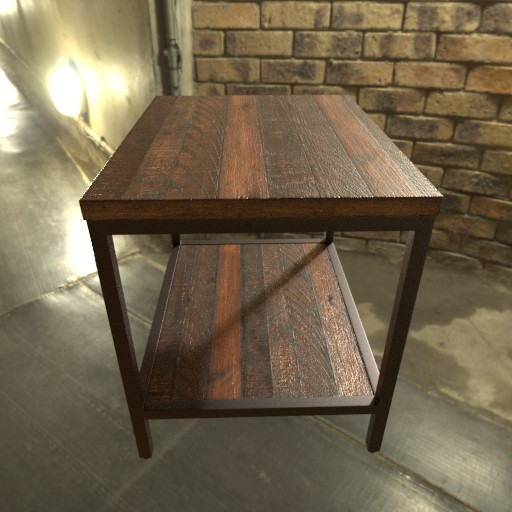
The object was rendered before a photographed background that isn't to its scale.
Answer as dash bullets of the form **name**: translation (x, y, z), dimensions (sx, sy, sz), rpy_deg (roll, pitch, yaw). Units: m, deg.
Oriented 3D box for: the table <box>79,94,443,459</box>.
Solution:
- **table**: translation (0.000, 0.000, 1.083), dimensions (0.524, 0.612, 0.678), rpy_deg (-1, 32, -1)
